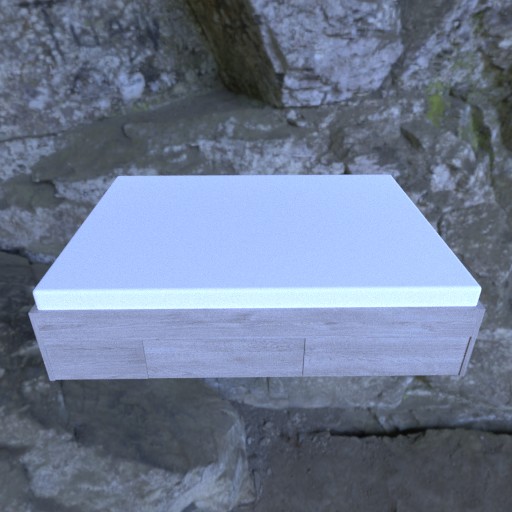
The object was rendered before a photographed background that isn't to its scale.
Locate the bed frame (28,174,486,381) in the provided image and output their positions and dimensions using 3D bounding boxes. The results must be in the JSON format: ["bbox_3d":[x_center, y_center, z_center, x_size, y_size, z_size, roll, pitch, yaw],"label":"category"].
[{"bbox_3d":[0.000,0.000,2.584,1.944,0.490,1.448,0,30,-1],"label":"bed frame"}]
